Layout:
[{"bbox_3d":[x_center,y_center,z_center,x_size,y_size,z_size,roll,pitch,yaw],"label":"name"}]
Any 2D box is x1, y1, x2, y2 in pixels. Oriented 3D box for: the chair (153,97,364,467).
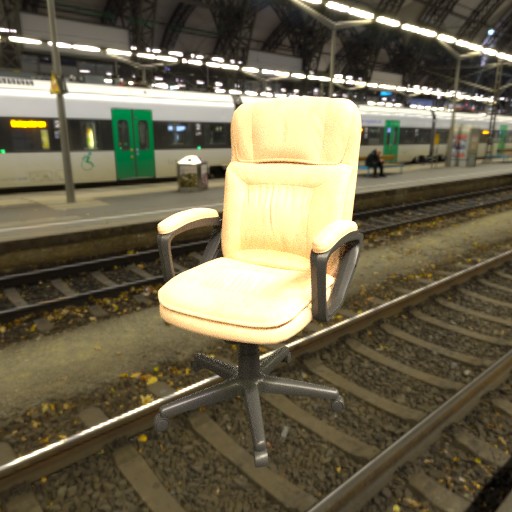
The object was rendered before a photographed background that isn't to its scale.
[{"bbox_3d":[0.000,0.000,1.562,0.667,1.105,0.724,8,17,27],"label":"chair"}]
